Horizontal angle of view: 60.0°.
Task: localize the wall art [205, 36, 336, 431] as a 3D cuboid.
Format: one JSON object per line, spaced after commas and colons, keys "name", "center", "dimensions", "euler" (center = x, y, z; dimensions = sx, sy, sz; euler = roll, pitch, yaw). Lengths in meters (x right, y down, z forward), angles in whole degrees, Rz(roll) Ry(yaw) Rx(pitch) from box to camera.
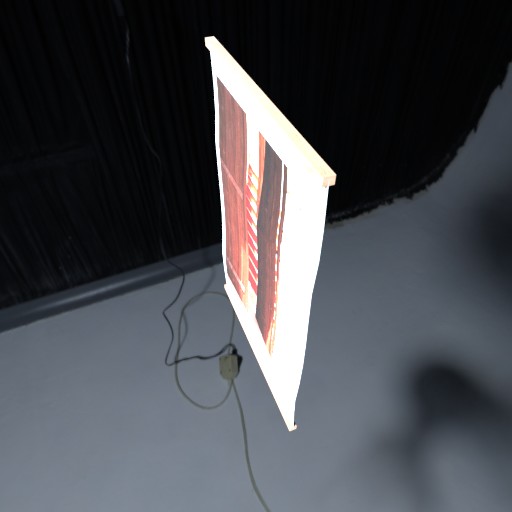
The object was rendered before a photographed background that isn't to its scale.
{"name": "wall art", "center": [0.000, 0.000, 0.658], "dimensions": [0.012, 0.508, 0.332], "euler": [-16, 48, -15]}
